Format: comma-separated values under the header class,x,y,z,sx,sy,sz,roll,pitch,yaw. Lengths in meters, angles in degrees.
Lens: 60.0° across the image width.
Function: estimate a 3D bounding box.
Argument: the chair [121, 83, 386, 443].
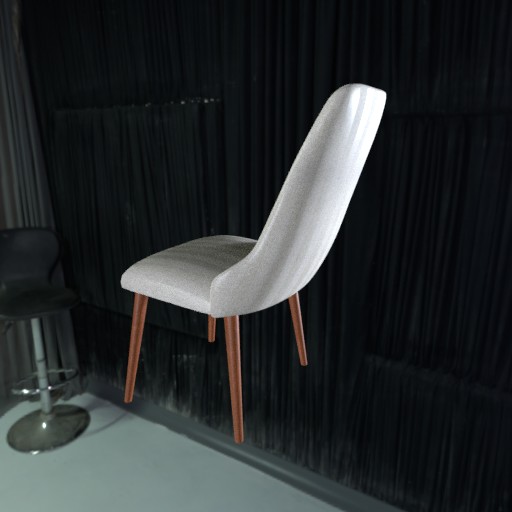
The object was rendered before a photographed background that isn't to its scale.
class,x,y,z,sx,sy,sz,roll,pitch,yaw
chair,0.000,0.000,1.328,0.684,0.917,0.526,8,17,27
